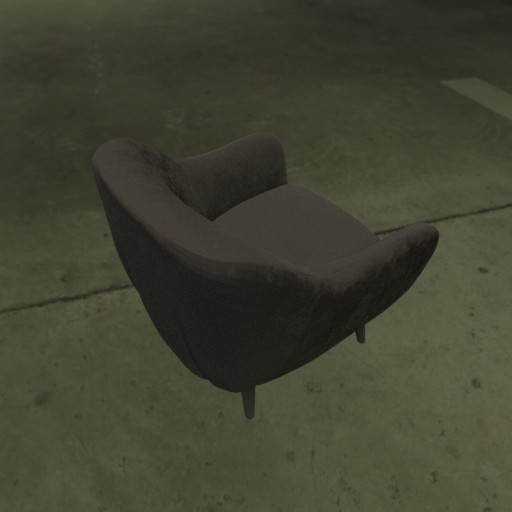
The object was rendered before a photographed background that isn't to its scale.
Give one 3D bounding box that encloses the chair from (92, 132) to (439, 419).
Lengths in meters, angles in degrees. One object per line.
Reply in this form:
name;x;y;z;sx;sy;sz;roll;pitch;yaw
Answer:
chair;0.000;0.000;1.511;0.819;0.807;0.840;-25;46;-27
